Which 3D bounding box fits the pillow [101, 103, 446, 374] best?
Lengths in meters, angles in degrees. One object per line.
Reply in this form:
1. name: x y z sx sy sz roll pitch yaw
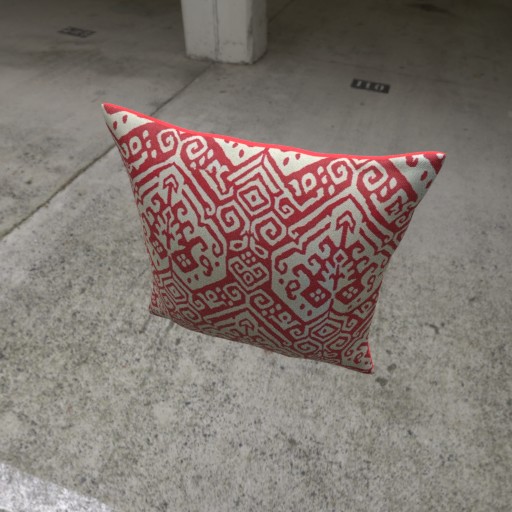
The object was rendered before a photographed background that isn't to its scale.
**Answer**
1. pillow: 0.000 0.000 0.806 0.522 0.507 0.192 13 43 14
